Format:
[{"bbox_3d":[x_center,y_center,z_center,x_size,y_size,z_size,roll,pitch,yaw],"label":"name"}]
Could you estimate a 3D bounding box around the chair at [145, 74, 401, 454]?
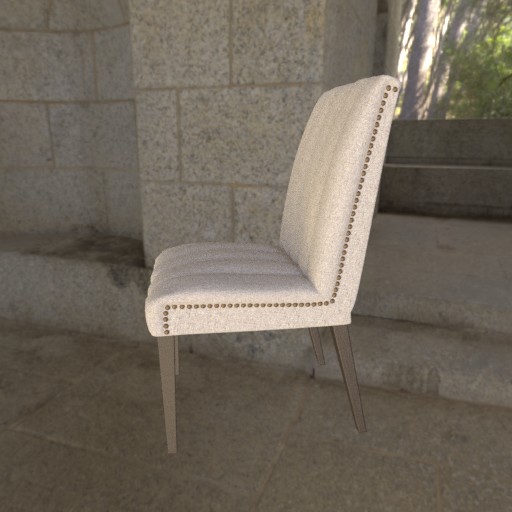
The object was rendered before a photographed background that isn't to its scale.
[{"bbox_3d":[0.000,0.000,1.374,0.647,1.016,0.511,-2,15,-8],"label":"chair"}]
